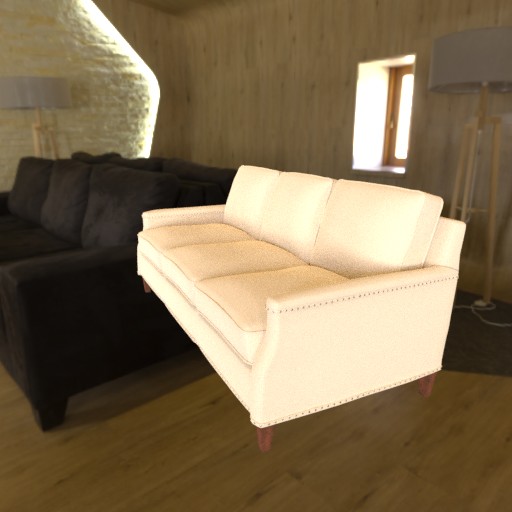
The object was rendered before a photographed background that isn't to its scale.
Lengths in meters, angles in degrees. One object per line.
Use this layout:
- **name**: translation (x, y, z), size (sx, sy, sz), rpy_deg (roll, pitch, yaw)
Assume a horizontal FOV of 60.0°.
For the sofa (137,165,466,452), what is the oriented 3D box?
- **sofa**: translation (0.000, 0.000, 2.795), size (1.084, 1.003, 2.246), rpy_deg (-7, 17, -25)
